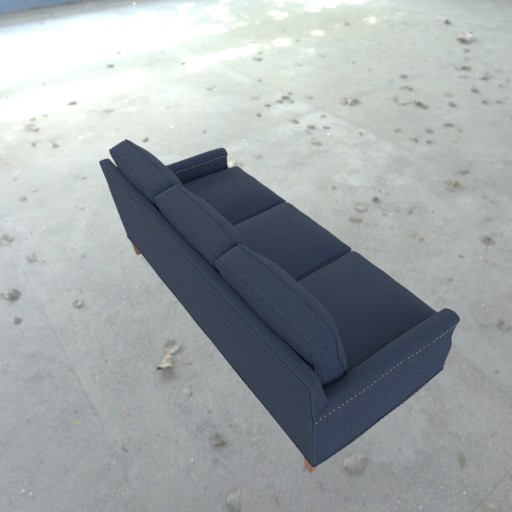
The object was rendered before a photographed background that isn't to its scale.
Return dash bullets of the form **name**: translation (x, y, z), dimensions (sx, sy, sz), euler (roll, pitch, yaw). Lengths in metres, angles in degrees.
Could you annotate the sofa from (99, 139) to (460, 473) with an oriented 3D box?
- **sofa**: translation (0.000, 0.000, 2.777), dimensions (1.084, 1.003, 2.246), euler (-25, 47, -26)
